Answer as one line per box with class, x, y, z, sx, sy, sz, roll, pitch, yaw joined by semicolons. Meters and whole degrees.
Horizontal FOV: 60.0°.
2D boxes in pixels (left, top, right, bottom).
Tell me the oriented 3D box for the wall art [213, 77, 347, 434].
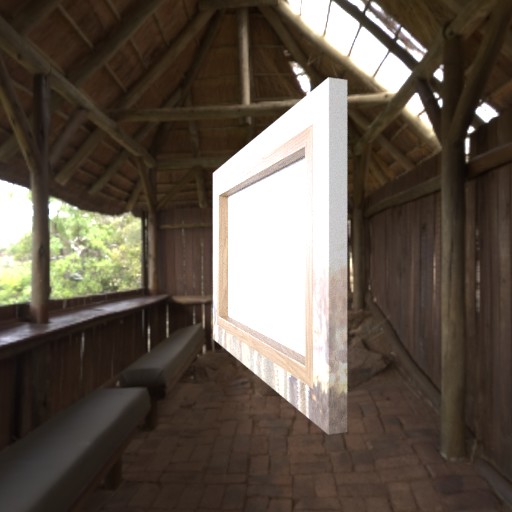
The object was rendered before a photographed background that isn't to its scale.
wall art;0.000;0.000;1.194;0.040;0.608;0.916;0;0;-18
